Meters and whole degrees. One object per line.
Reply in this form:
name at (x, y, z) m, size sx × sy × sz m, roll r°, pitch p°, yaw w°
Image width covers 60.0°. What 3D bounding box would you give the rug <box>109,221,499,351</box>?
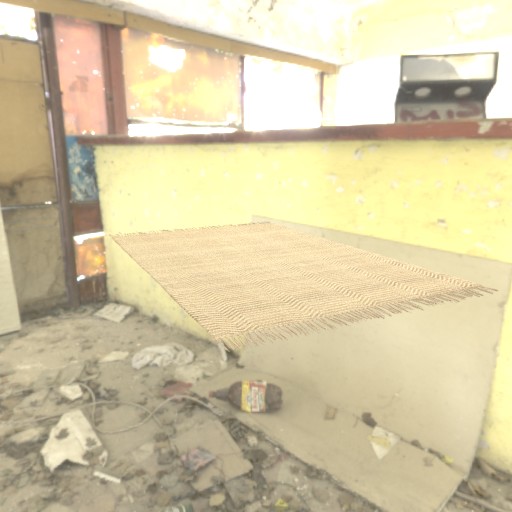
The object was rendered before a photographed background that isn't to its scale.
rug at (0.000, 0.000, 2.409) m, size 1.224 × 0.027 × 2.021 m, roll -7°, pitch 15°, yaw -26°
